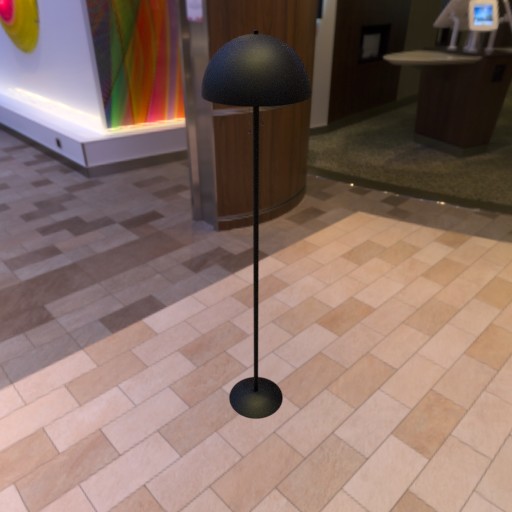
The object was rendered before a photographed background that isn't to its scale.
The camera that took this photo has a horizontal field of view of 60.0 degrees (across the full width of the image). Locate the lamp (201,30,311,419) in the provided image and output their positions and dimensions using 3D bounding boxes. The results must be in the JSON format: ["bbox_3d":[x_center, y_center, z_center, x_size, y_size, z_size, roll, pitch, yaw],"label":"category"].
[{"bbox_3d":[0.000,0.000,1.628,0.328,1.480,0.328,0,31,0],"label":"lamp"}]
